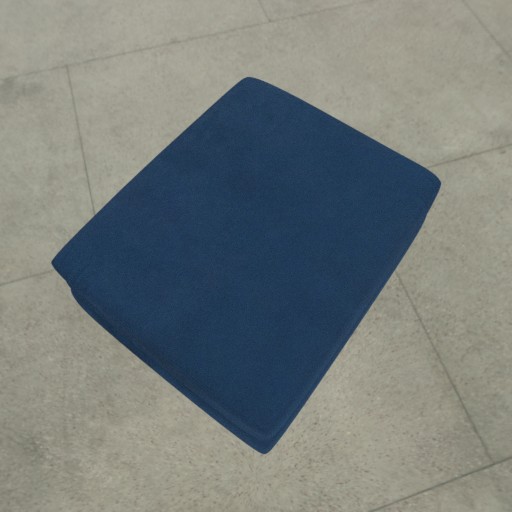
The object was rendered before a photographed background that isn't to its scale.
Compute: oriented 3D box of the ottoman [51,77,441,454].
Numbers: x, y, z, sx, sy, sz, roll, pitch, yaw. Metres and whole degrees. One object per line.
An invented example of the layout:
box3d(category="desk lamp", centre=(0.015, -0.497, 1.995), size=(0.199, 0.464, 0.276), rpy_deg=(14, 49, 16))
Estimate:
box3d(category="ottoman", centre=(0.000, 0.000, 1.218), size=(0.655, 0.485, 0.794), rpy_deg=(34, 68, 15))
